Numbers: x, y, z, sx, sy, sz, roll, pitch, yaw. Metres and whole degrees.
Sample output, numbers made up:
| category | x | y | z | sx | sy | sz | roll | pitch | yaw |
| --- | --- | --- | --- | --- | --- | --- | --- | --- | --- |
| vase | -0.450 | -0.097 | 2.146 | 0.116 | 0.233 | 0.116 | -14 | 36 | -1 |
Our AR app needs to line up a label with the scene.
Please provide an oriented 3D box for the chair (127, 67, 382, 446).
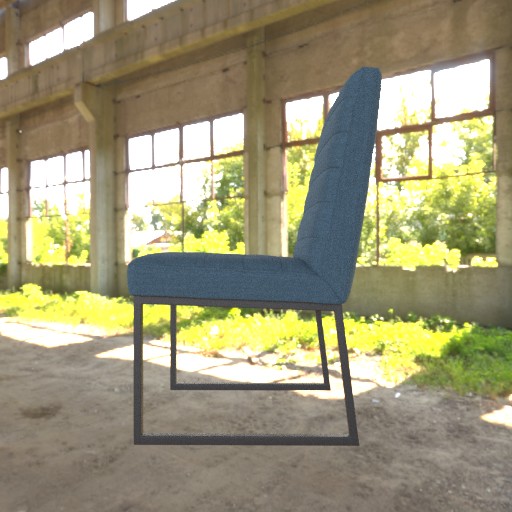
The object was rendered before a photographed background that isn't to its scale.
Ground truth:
| category | x | y | z | sx | sy | sz | roll | pitch | yaw |
| --- | --- | --- | --- | --- | --- | --- | --- | --- | --- |
| chair | 0.000 | 0.000 | 1.318 | 0.634 | 0.930 | 0.520 | 0 | 0 | 1 |
